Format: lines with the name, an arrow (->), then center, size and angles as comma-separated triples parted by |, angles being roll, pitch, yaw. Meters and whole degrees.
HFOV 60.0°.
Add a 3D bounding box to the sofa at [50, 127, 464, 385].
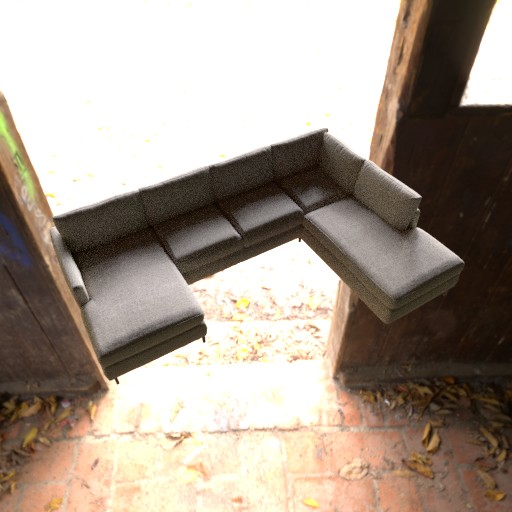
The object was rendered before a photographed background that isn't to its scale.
sofa -> 0.000, 0.000, 3.527 | 2.737, 0.756, 1.879 | -23, 50, -21
